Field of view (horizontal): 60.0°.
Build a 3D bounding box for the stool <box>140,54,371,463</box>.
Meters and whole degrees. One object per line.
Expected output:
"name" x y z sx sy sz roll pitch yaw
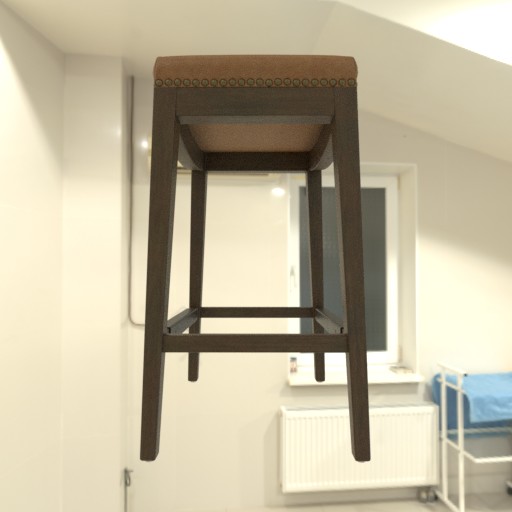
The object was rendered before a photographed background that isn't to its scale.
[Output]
"stool" 0.000 0.000 0.947 0.361 0.660 0.500 0 -1 0
